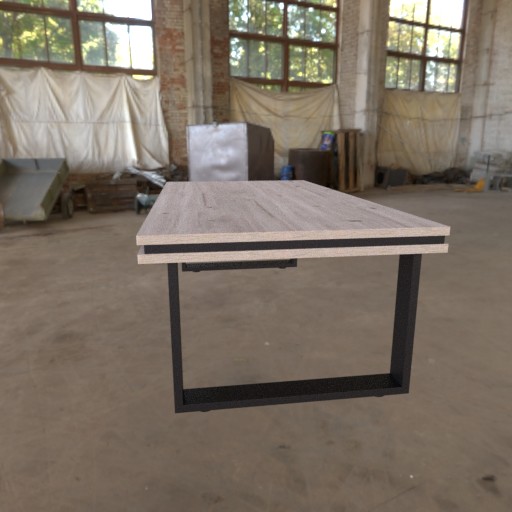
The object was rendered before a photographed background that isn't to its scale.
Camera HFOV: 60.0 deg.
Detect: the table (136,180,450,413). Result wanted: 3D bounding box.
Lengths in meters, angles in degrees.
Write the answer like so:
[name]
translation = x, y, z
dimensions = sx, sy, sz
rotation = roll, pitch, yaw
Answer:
[table]
translation = 0.000, 0.000, 1.667
dimensions = 0.700, 0.450, 1.350
rotation = -2, 14, -8
